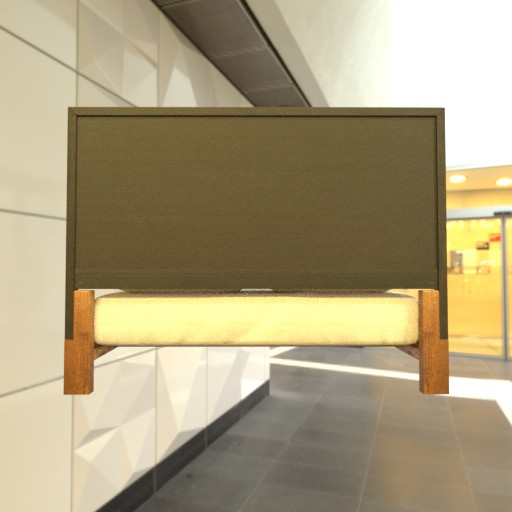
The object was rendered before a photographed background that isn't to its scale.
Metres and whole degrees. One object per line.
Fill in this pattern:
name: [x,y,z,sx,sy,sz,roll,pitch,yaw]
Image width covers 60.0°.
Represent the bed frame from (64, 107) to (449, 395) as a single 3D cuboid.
bed frame: [0.000,0.000,3.483,2.038,1.537,2.235,0,-2,0]
